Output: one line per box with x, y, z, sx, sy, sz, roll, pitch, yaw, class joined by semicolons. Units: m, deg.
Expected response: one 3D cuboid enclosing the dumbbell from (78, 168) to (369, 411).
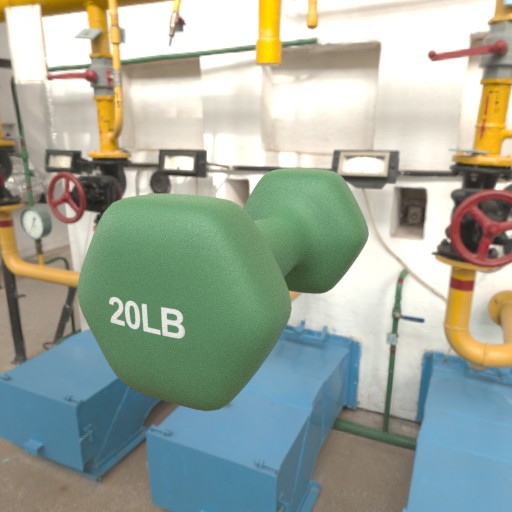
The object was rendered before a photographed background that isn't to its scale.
0.000;0.000;0.330;0.126;0.114;0.257;7;17;25;dumbbell
